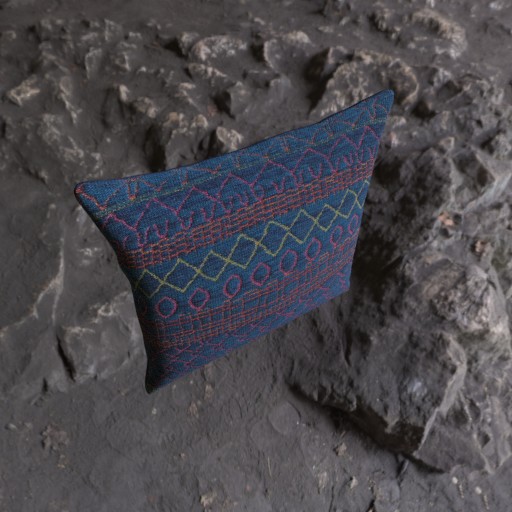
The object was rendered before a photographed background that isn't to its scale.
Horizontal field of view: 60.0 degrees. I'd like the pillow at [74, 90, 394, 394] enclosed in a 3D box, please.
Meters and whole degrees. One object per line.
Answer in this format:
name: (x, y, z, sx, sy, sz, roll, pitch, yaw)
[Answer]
pillow: (0.000, 0.000, 0.668, 0.431, 0.431, 0.141, -24, 51, -21)
